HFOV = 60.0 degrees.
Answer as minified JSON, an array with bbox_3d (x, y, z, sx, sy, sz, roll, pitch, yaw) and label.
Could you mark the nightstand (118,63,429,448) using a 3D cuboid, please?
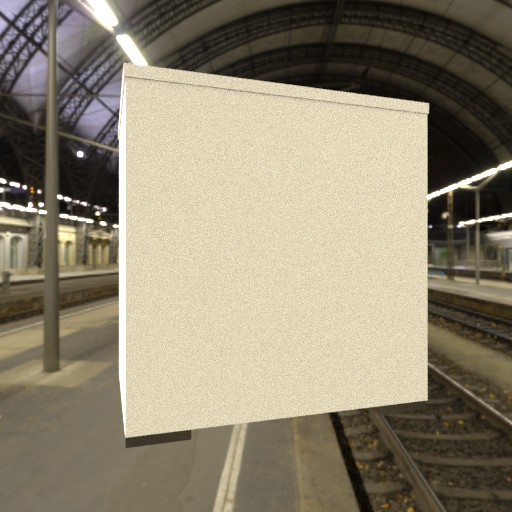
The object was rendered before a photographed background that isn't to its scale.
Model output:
[{"bbox_3d":[0.000,0.000,0.752,0.441,0.460,0.325,0,0,-18],"label":"nightstand"}]
